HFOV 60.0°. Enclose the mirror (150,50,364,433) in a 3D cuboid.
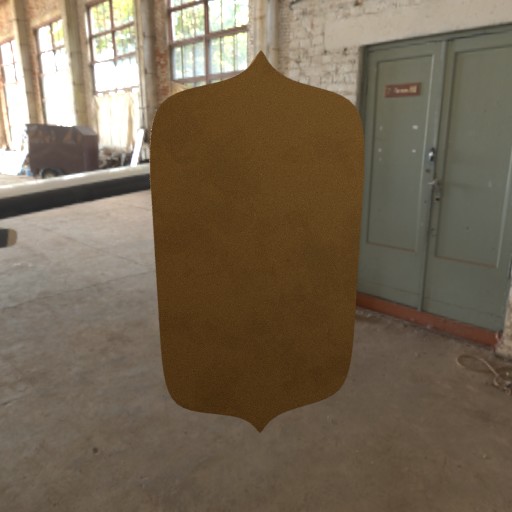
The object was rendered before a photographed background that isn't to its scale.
[{"bbox_3d":[0.000,0.000,0.736,0.323,0.613,0.096,-2,15,-8],"label":"mirror"}]
